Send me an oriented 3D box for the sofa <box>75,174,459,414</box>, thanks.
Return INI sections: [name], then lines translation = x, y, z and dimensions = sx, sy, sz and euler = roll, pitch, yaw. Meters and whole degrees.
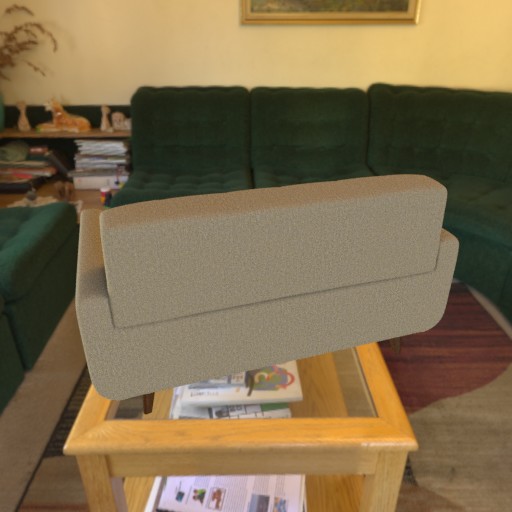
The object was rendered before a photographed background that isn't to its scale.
[sofa]
translation = 0.000, 0.000, 2.245
dimensions = 1.651, 0.925, 0.952
euler = -9, 28, -16
